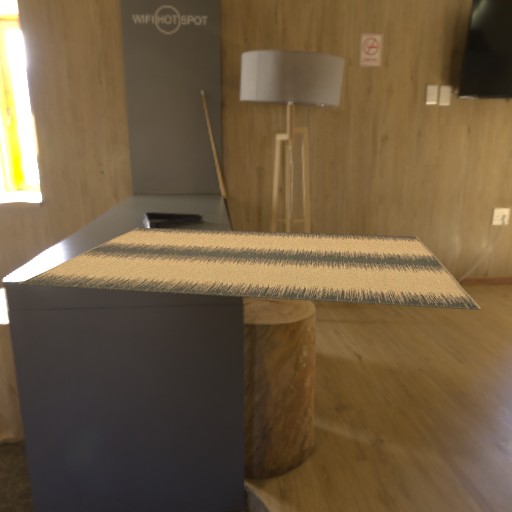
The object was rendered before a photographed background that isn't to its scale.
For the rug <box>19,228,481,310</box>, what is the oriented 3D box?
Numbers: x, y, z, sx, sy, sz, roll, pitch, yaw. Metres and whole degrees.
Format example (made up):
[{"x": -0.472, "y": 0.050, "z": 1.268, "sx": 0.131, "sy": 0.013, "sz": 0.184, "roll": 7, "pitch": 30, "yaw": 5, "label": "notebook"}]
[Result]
[{"x": 0.000, "y": 0.000, "z": 2.324, "sx": 1.854, "sy": 0.006, "sz": 1.234, "roll": 2, "pitch": 15, "yaw": 9, "label": "rug"}]
